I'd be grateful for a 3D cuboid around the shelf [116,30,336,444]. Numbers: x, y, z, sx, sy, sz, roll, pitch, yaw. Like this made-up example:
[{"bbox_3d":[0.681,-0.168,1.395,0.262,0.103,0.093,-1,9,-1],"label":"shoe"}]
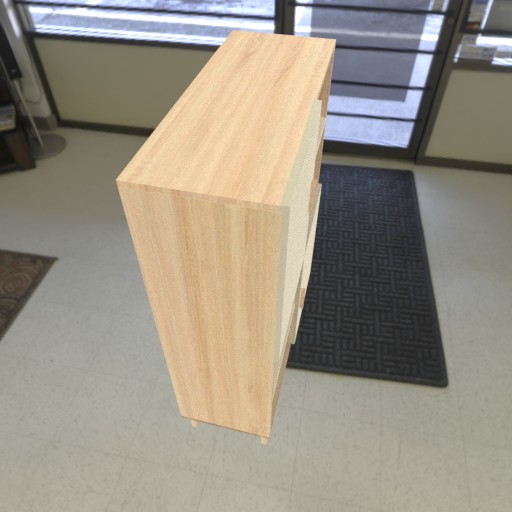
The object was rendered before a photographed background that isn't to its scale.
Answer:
[{"bbox_3d":[0.000,0.000,1.842,0.434,1.405,0.995,10,47,10],"label":"shelf"}]
